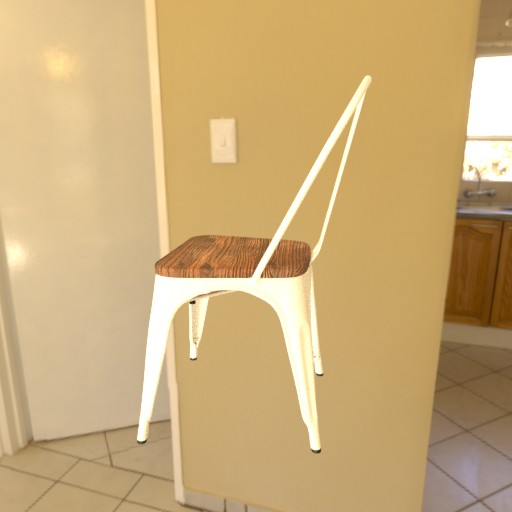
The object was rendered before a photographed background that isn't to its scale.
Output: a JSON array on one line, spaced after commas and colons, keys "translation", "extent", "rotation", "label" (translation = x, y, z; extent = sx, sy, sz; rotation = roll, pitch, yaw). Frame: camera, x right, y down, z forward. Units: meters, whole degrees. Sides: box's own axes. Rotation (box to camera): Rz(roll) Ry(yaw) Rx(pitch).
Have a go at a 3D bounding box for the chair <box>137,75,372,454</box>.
[{"translation": [0.000, 0.000, 1.146], "extent": [0.521, 0.851, 0.452], "rotation": [2, 15, 9], "label": "chair"}]
